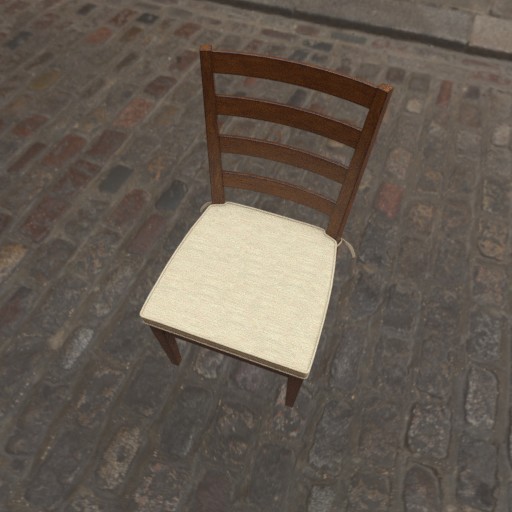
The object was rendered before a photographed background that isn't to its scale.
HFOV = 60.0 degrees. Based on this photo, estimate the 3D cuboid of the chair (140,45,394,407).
[{"bbox_3d":[0.000,0.000,1.378,0.593,0.979,0.595,17,59,10],"label":"chair"}]
